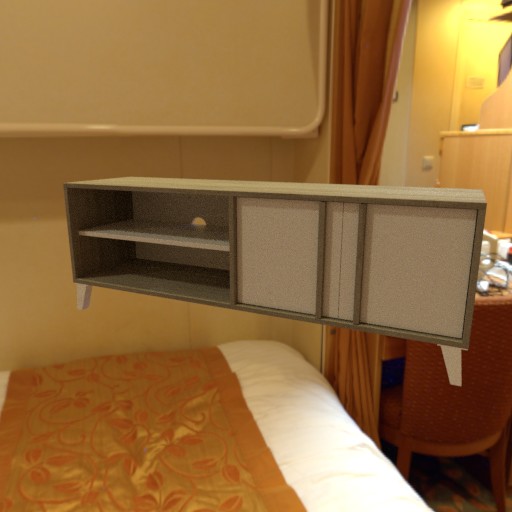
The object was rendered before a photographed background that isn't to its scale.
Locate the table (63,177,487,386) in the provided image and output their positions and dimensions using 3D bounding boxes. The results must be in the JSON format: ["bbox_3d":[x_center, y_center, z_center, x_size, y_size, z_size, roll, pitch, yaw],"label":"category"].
[{"bbox_3d":[0.000,0.000,1.691,1.500,0.530,0.400,6,15,24],"label":"table"}]
